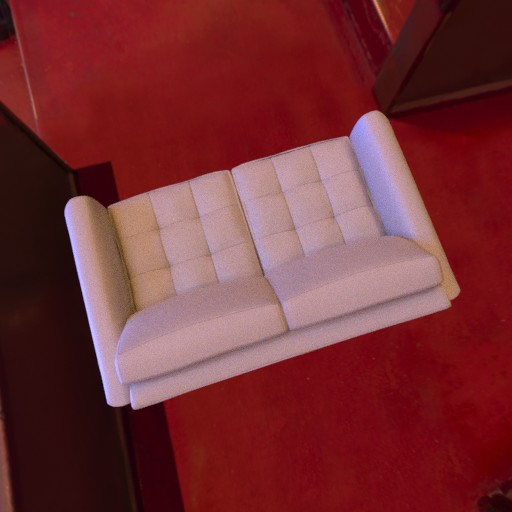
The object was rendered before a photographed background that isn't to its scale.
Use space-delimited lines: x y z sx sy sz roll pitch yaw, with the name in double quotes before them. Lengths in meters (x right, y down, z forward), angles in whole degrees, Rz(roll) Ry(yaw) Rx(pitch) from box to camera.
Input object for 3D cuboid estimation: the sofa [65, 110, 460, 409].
"sofa" 0.000 0.000 2.379 1.819 0.930 1.121 -17 78 -4
